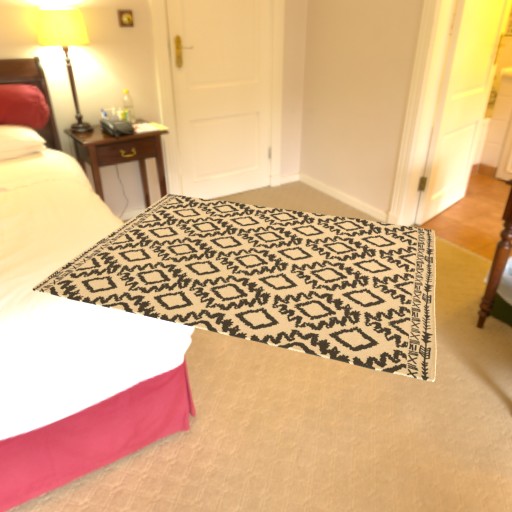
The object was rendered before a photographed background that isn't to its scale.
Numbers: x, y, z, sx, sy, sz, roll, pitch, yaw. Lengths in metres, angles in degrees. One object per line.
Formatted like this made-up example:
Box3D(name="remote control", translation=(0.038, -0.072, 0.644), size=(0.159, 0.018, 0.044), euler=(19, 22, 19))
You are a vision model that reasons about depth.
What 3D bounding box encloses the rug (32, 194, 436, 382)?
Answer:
Box3D(name="rug", translation=(0.000, 0.000, 4.402), size=(3.369, 0.036, 2.444), euler=(10, 31, 17))
